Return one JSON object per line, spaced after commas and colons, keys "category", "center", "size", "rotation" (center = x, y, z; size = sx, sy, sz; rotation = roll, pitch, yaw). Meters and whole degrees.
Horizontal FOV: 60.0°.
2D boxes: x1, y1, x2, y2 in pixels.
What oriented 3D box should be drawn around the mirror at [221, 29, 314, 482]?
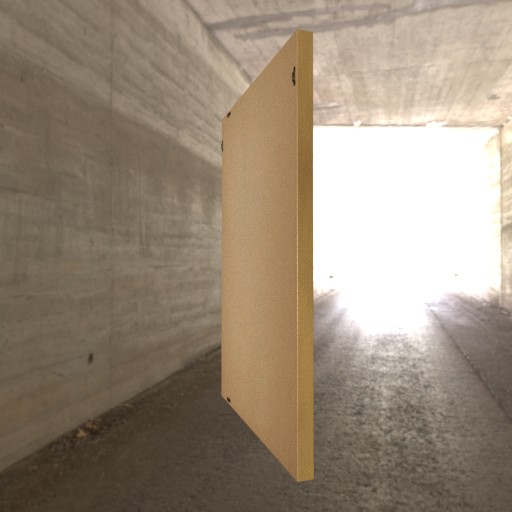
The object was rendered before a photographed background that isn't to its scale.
{"category": "mirror", "center": [0.000, 0.000, 1.188], "size": [0.041, 0.915, 0.609], "rotation": [0, -1, -19]}
